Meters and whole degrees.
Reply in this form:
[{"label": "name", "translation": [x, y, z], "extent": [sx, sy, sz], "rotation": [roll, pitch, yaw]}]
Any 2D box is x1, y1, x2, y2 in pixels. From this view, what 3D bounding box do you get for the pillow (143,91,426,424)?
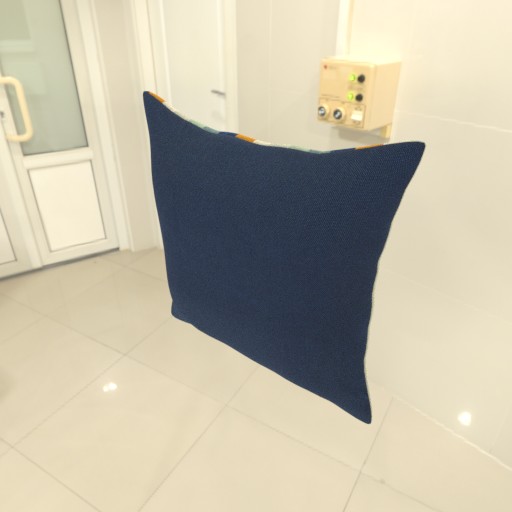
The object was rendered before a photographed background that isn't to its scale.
[{"label": "pillow", "translation": [0.000, 0.000, 0.712], "extent": [0.463, 0.454, 0.173], "rotation": [22, 37, 32]}]
